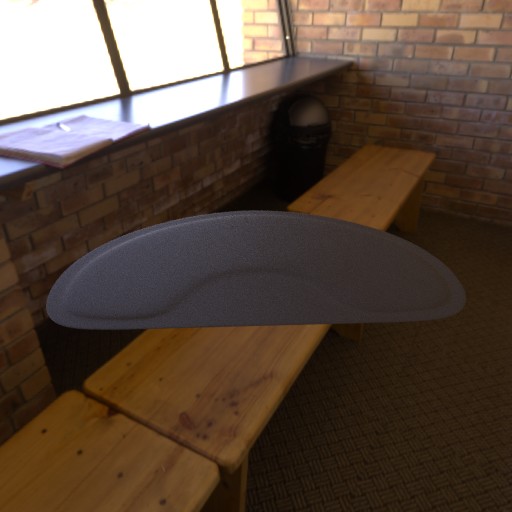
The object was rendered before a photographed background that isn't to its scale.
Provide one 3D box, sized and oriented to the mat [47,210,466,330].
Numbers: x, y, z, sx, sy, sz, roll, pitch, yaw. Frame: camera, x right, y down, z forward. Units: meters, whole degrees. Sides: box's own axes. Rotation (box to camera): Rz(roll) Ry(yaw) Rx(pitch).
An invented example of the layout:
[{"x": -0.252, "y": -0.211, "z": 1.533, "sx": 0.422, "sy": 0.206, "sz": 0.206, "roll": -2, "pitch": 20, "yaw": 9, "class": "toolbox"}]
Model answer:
[{"x": 0.000, "y": 0.000, "z": 1.841, "sx": 1.524, "sy": 0.013, "sz": 0.913, "roll": -1, "pitch": 30, "yaw": -2, "class": "mat"}]
